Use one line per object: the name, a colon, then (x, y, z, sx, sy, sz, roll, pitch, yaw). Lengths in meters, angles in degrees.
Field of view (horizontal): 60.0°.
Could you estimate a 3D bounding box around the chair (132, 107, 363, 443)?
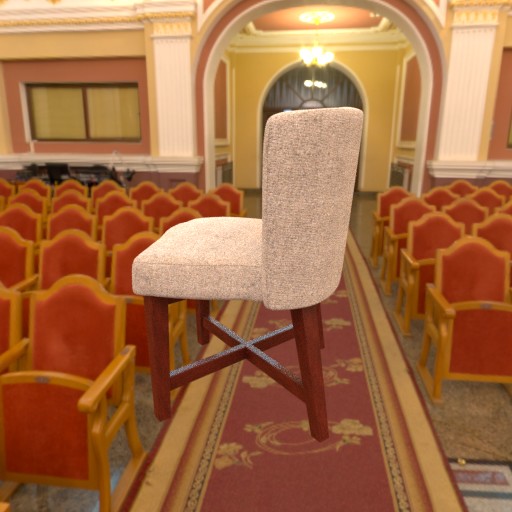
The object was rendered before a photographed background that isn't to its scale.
chair: (0.000, 0.000, 1.321, 0.575, 0.827, 0.728, 2, 15, 7)
